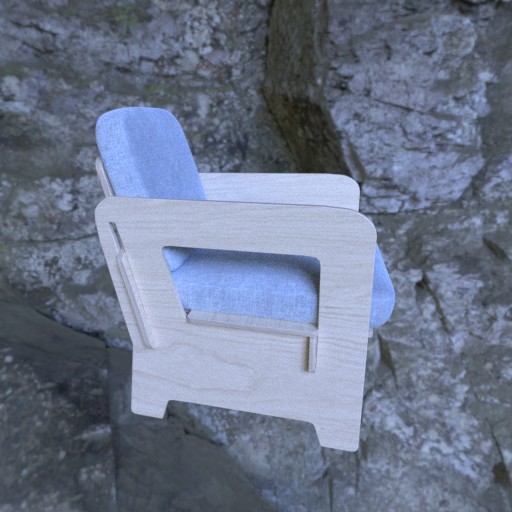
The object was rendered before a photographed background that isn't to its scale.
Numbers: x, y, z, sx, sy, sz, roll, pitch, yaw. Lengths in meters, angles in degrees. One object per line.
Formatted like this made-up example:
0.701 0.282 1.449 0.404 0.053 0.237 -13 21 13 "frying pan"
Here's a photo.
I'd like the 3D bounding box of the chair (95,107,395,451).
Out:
0.000 0.000 1.256 0.710 0.800 0.590 3 18 9 "chair"
